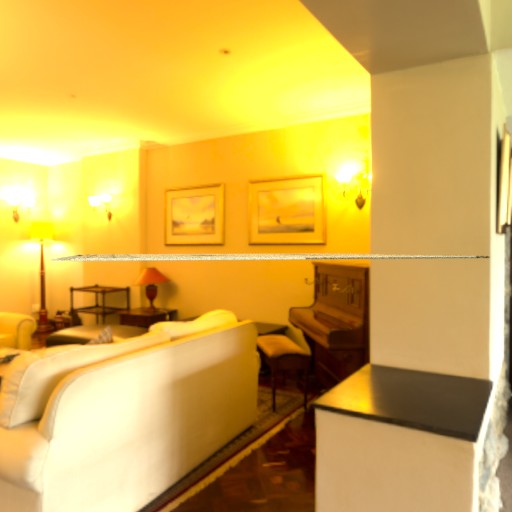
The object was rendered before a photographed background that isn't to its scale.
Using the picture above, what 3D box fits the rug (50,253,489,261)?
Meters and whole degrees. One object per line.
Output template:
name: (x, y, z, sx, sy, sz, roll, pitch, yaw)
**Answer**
rug: (0.000, 0.000, 2.952, 2.312, 0.013, 1.600, 0, 1, -18)
